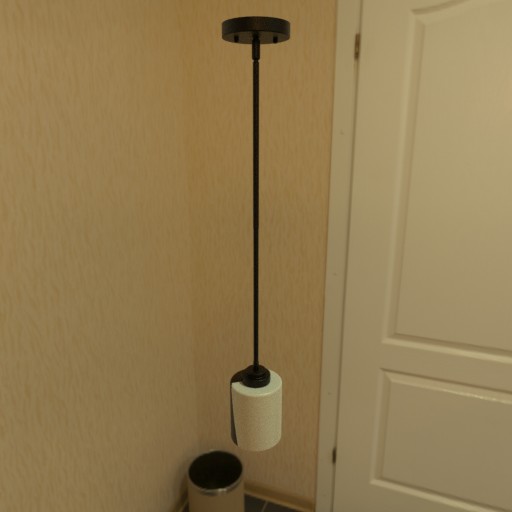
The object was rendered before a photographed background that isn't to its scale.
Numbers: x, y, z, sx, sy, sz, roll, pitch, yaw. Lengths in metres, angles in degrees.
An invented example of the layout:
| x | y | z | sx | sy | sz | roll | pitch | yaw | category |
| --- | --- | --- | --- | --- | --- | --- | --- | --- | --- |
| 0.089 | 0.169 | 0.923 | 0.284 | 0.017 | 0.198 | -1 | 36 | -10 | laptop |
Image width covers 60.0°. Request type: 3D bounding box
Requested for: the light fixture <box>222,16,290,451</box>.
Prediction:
| x | y | z | sx | sy | sz | roll | pitch | yaw | category |
| --- | --- | --- | --- | --- | --- | --- | --- | --- | --- |
| 0.000 | 0.000 | 0.914 | 0.123 | 0.863 | 0.123 | -2 | 16 | -8 | light fixture |
